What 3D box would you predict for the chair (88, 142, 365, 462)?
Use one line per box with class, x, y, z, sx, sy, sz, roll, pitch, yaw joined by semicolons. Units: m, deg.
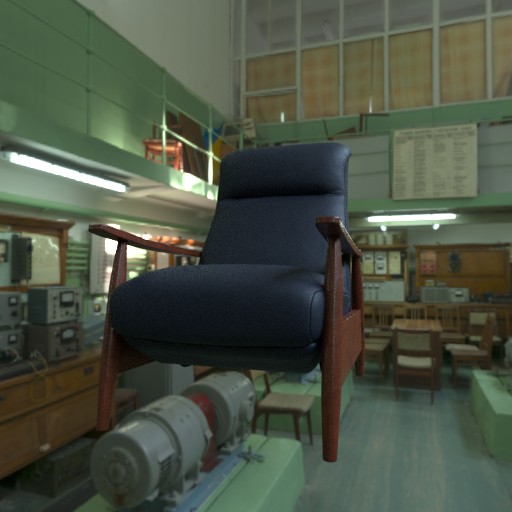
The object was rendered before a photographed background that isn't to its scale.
chair;0.000;0.000;1.712;0.762;1.082;1.014;0;-1;18
